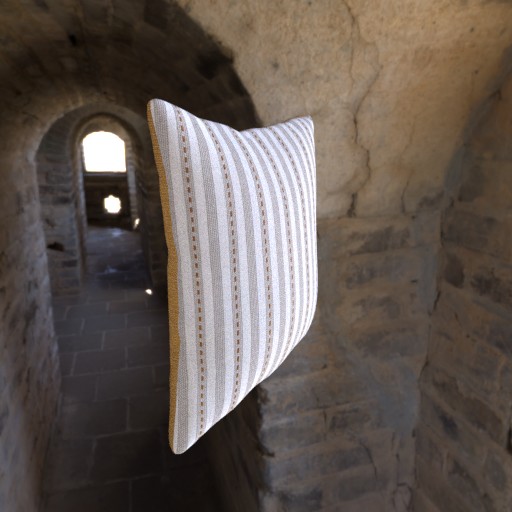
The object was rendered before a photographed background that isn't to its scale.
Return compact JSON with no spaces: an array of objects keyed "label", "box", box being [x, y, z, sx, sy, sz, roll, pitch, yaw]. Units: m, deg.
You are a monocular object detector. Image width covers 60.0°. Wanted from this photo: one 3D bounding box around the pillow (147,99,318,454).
[{"label":"pillow","box":[0.000,0.000,0.685,0.147,0.437,0.432,7,16,26]}]
